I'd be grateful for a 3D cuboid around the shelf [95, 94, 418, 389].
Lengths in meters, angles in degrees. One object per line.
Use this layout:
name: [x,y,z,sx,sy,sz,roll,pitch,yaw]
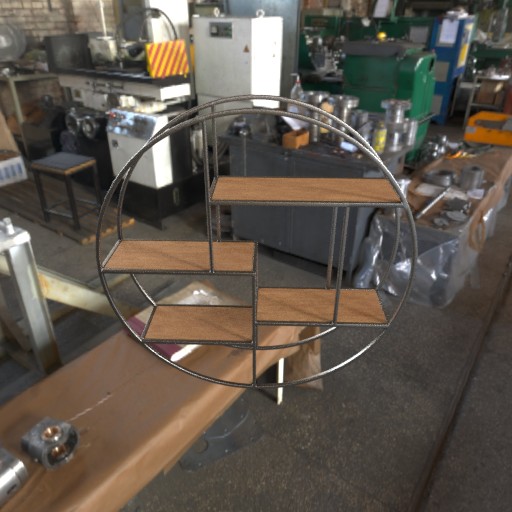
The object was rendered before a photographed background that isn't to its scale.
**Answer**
shelf: [0.000,0.000,1.325,0.888,0.888,0.202,1,29,2]
